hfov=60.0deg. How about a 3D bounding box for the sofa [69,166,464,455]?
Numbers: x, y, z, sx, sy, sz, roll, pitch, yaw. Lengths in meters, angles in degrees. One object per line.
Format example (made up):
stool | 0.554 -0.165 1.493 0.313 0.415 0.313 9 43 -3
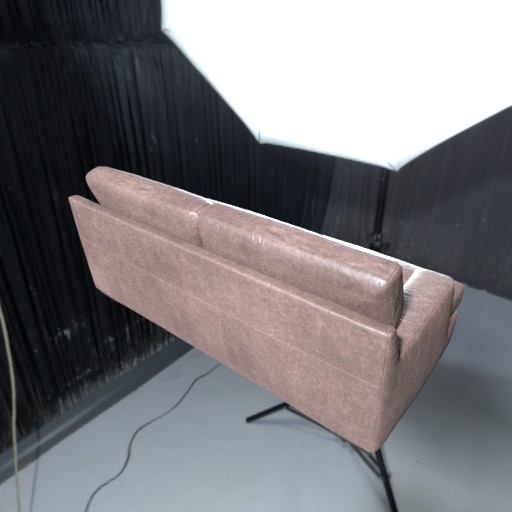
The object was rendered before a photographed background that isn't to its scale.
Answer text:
sofa | 0.000 0.000 2.721 2.261 0.941 1.143 22 35 34
